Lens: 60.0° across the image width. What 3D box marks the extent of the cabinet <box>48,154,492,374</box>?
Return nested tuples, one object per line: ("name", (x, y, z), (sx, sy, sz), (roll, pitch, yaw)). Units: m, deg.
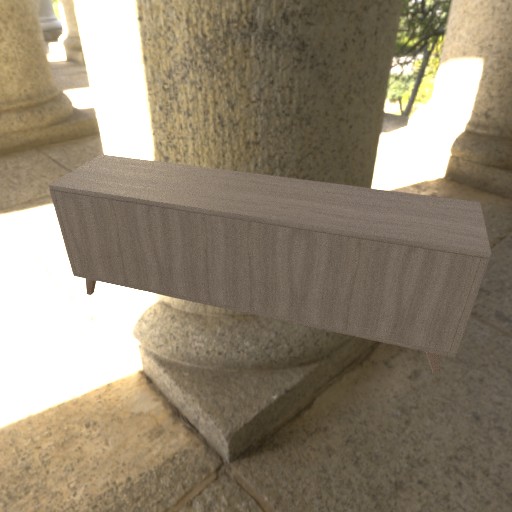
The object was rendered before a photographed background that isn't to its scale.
("cabinet", (0.000, 0.000, 2.515), (2.198, 0.779, 0.499), (10, 35, 15))
